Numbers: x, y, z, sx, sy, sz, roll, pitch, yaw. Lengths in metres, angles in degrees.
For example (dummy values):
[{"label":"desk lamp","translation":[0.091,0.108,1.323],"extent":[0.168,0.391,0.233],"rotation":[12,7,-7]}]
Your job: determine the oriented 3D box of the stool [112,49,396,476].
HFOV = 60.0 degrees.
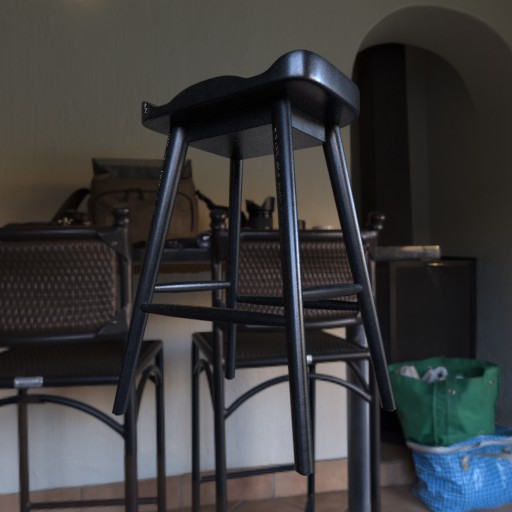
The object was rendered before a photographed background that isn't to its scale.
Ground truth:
[{"label":"stool","translation":[0.000,0.000,0.879],"extent":[0.440,0.615,0.361],"rotation":[-1,-2,36]}]
